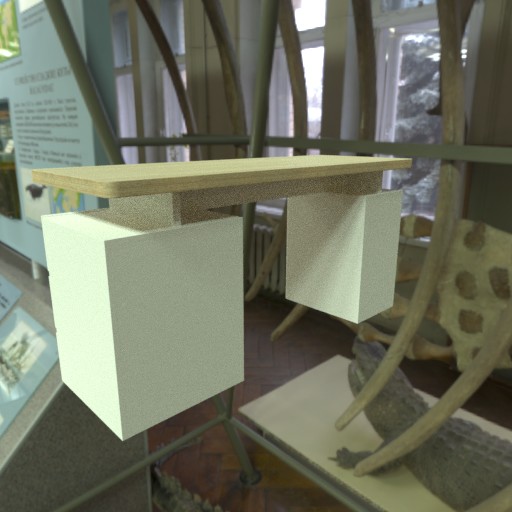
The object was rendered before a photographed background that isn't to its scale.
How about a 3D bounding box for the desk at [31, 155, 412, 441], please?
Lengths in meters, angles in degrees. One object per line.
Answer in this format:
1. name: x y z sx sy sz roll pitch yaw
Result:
1. desk: 0.000 0.000 1.836 1.500 0.755 0.550 -14 21 -42
